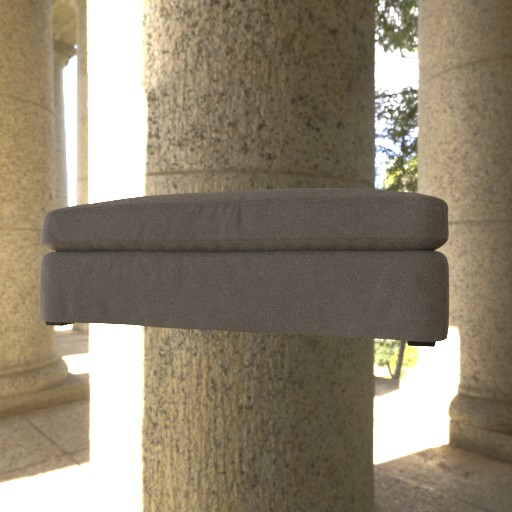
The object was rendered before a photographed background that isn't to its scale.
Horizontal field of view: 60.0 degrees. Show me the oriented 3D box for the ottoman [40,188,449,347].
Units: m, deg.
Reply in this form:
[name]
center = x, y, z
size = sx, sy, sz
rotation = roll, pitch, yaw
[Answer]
[ottoman]
center = 0.000, 0.000, 1.581
size = 1.199, 0.429, 0.840
rotation = 0, 0, 17
